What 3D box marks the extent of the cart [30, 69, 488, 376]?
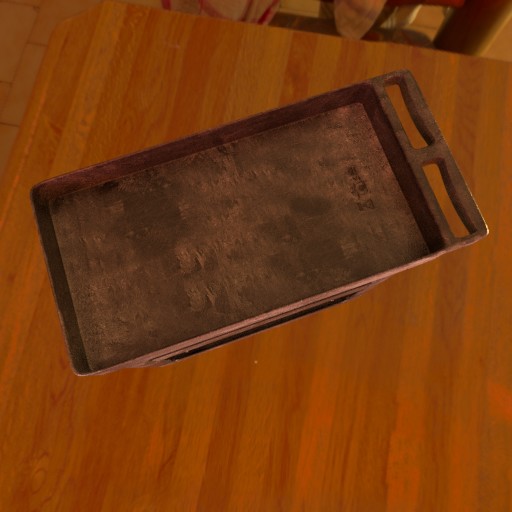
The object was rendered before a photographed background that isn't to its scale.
[{"bbox_3d":[0.000,0.000,1.316,0.877,0.824,0.420,-19,77,-4],"label":"cart"}]
